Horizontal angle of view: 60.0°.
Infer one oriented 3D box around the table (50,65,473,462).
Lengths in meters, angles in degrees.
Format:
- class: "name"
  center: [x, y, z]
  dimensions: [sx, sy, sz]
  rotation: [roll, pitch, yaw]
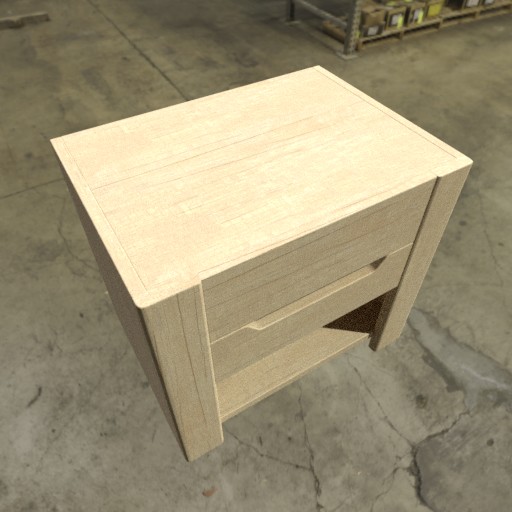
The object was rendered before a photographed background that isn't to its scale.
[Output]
- class: "table"
  center: [0.000, 0.000, 0.918]
  dimensions: [0.570, 0.510, 0.420]
  rotation: [-24, 51, -21]
